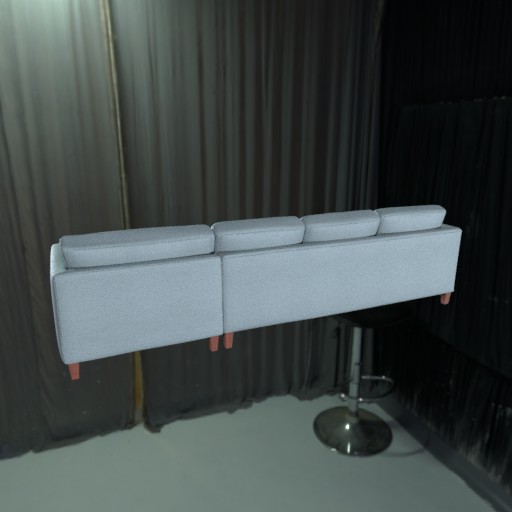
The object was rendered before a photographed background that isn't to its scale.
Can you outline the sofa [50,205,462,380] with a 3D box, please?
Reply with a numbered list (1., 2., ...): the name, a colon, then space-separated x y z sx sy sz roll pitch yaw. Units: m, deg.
1. sofa: 0.000 0.000 4.129 3.471 0.950 1.604 -7 17 -23
